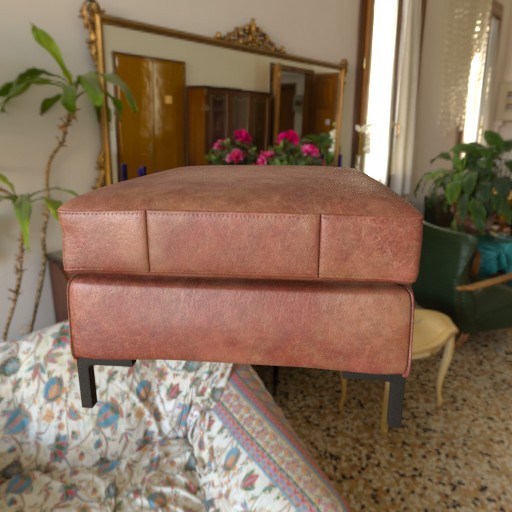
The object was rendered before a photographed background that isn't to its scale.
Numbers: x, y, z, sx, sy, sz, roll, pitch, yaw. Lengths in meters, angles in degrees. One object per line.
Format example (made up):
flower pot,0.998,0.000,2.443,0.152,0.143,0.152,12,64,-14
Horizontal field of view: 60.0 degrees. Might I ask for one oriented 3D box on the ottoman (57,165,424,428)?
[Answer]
ottoman,0.000,0.000,1.742,0.965,0.667,1.186,2,15,6
